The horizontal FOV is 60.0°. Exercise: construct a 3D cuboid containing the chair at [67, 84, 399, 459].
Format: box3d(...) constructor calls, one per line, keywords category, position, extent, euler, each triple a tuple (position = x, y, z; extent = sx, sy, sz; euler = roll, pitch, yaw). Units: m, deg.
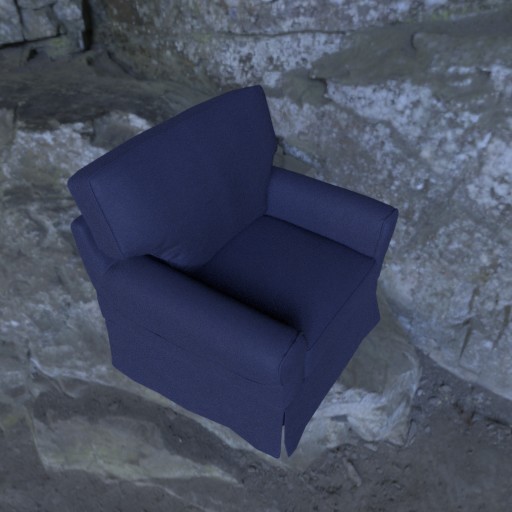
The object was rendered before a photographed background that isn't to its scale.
box3d(category="chair", position=(0.000, 0.000, 1.966), extent=(1.002, 1.140, 1.119), euler=(24, 46, 25))
